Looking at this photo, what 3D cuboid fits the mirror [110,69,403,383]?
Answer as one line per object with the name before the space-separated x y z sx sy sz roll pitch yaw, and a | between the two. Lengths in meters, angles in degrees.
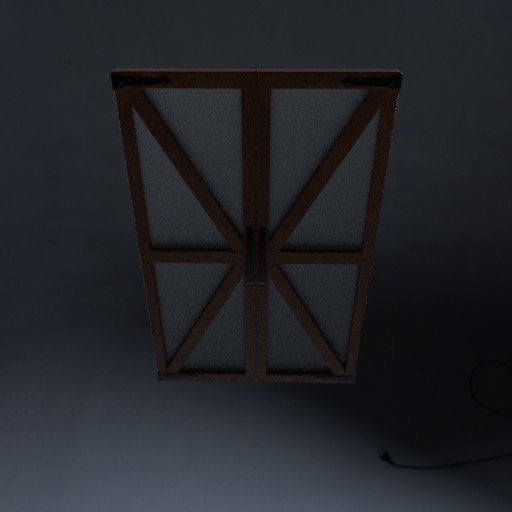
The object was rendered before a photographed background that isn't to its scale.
mirror | 0.000 0.000 0.979 0.517 0.761 0.053 1 31 1
